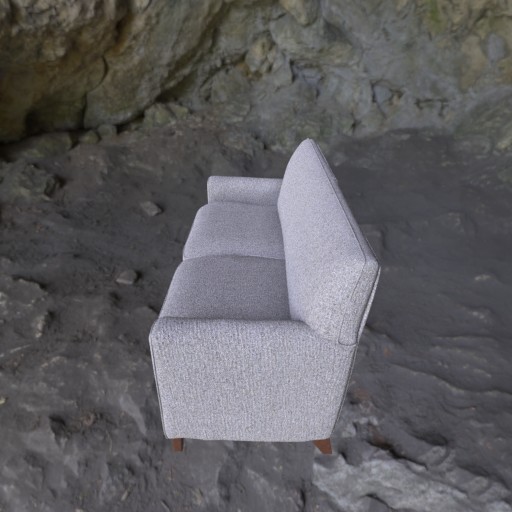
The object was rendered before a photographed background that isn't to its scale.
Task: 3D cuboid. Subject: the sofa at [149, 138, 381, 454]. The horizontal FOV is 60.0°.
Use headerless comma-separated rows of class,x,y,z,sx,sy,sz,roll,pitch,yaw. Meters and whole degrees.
sofa,0.000,0.000,2.522,0.854,0.942,2.026,0,26,1
